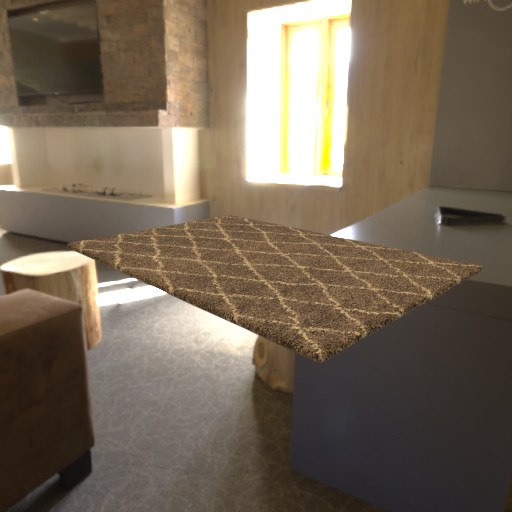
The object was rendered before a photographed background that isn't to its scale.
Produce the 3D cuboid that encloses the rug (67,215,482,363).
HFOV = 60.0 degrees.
[{"bbox_3d":[0.000,0.000,2.264,1.219,0.030,1.778,-15,22,-42],"label":"rug"}]
